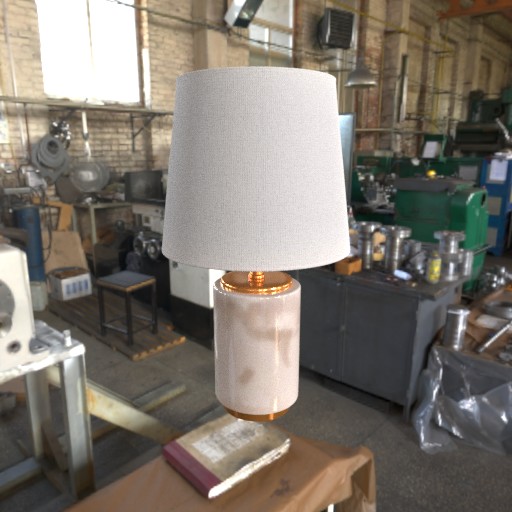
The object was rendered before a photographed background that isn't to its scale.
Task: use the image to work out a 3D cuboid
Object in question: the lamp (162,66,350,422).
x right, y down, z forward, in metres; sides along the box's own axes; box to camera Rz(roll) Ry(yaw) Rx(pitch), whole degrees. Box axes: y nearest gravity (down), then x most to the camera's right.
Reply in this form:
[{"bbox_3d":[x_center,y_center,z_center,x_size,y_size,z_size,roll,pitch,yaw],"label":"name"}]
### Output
[{"bbox_3d":[0.000,0.000,0.458,0.189,0.340,0.189,0,13,0],"label":"lamp"}]
